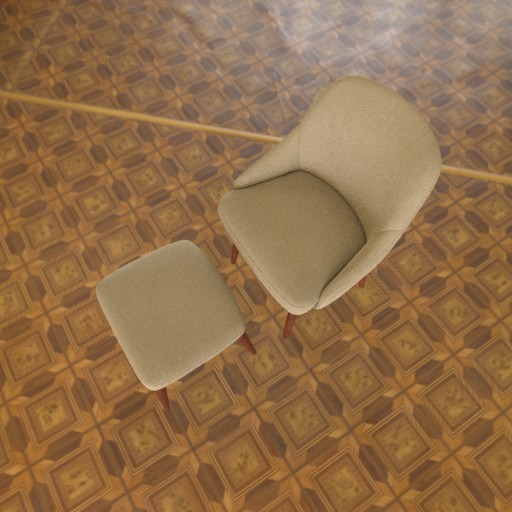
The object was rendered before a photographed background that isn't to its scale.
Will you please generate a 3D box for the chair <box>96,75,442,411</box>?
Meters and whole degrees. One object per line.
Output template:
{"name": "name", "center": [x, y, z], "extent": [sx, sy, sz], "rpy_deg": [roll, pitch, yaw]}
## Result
{"name": "chair", "center": [0.000, 0.000, 1.588], "extent": [1.114, 0.866, 0.584], "rpy_deg": [-30, 67, -14]}
